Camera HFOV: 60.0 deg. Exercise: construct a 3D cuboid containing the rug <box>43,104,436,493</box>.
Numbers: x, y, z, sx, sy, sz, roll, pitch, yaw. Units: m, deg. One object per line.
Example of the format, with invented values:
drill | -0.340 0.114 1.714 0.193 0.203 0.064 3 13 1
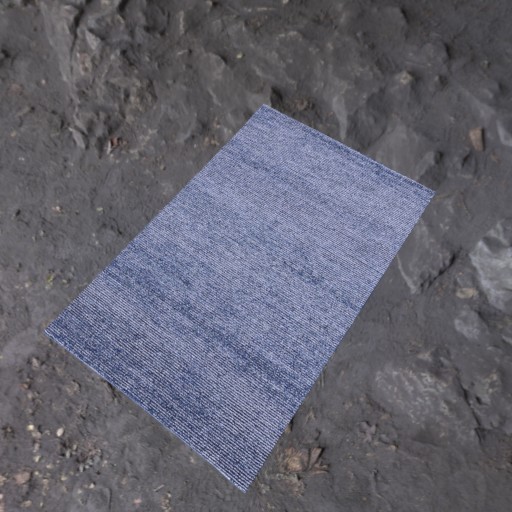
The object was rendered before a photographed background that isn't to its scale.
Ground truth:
rug | 0.000 0.000 2.217 1.145 0.021 1.777 32 67 16
